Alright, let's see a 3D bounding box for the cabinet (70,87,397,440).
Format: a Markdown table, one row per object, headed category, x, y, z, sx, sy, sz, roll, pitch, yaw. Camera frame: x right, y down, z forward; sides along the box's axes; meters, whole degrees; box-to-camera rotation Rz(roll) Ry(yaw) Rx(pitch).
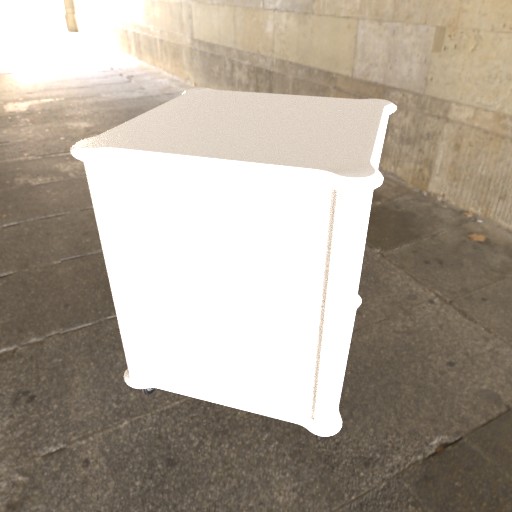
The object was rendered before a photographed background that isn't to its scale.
| category | x | y | z | sx | sy | sz | roll | pitch | yaw |
| --- | --- | --- | --- | --- | --- | --- | --- | --- | --- |
| cabinet | 0.000 | 0.000 | 1.248 | 0.628 | 0.761 | 0.627 | 9 | 33 | 14 |
